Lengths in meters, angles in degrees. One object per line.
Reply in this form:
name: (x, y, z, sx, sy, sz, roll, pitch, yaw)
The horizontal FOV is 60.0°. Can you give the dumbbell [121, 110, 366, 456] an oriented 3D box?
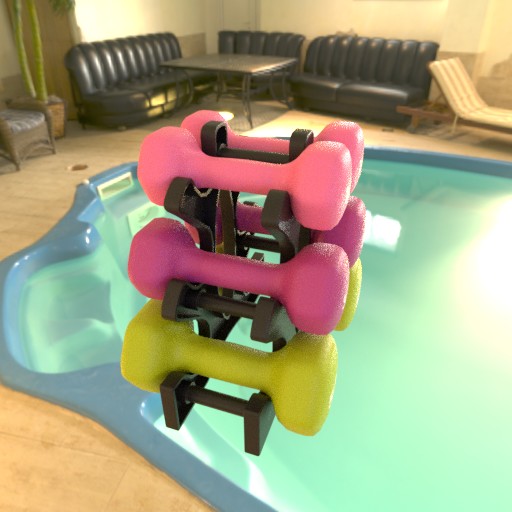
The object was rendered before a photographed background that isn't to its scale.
dumbbell: (0.000, 0.000, 0.450, 0.203, 0.261, 0.257, 10, 32, 17)
